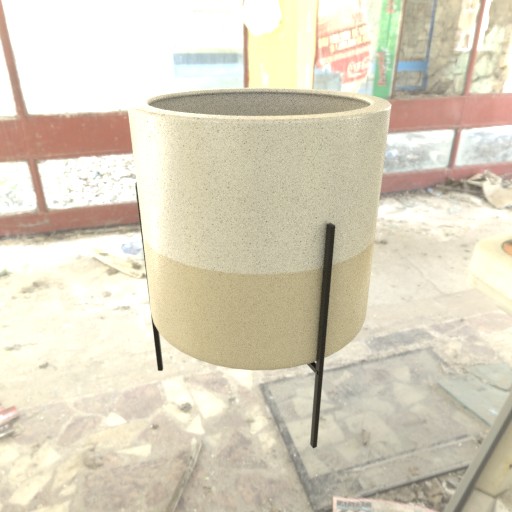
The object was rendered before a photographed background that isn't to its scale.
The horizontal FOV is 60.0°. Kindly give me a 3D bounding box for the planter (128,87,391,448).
[{"bbox_3d":[0.000,0.000,0.721,0.368,0.484,0.359,1,26,3],"label":"planter"}]
